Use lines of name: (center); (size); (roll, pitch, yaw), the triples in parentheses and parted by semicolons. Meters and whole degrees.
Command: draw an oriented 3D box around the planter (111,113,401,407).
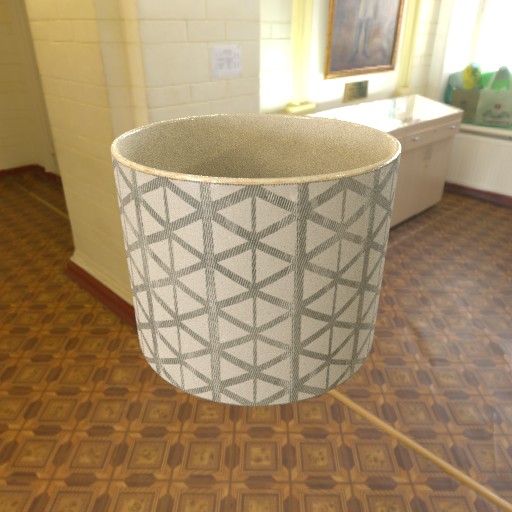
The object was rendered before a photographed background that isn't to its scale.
planter: (0.000, 0.000, 0.451); (0.250, 0.239, 0.250); (0, 27, 0)
